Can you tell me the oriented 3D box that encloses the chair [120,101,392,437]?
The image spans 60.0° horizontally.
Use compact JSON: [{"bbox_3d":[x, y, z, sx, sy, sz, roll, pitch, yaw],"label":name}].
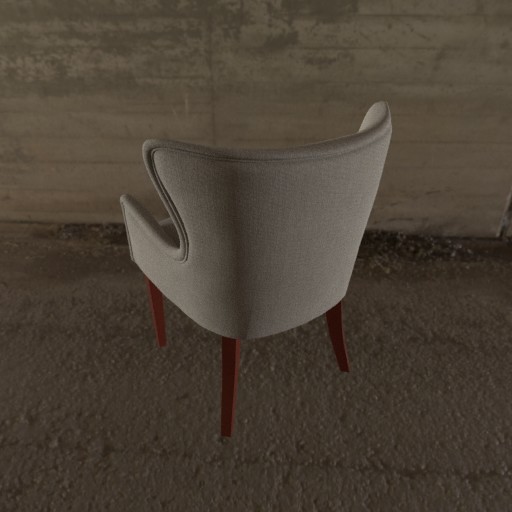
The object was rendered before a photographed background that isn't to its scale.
[{"bbox_3d":[0.000,0.000,1.440,0.732,0.948,0.677,-19,36,-28],"label":"chair"}]
